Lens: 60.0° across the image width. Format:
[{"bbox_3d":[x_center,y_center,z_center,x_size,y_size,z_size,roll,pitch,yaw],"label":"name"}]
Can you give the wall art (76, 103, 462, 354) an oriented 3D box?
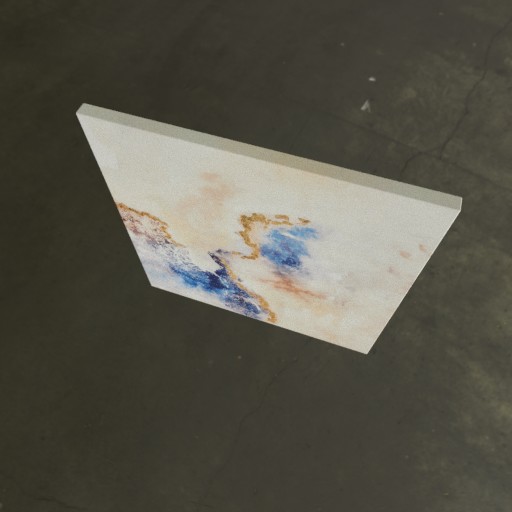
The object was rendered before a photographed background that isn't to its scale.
[{"bbox_3d":[0.000,0.000,1.361,0.889,0.889,0.038,16,60,10],"label":"wall art"}]
